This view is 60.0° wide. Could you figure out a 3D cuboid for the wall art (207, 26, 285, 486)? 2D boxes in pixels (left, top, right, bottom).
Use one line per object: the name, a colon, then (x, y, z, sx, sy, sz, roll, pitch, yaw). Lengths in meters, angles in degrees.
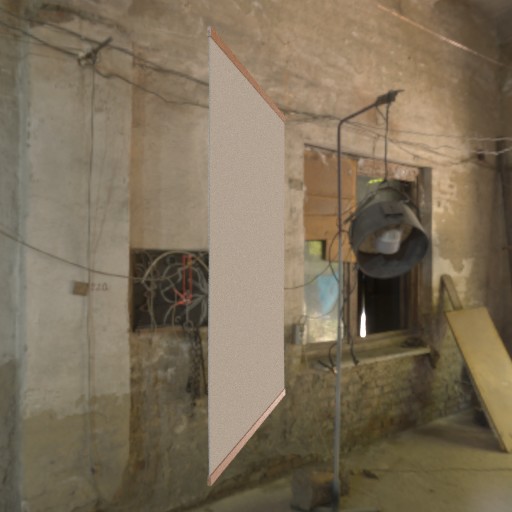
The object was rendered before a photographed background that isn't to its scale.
wall art: (0.000, 0.000, 1.954, 0.019, 1.527, 1.019, 0, 0, 18)
